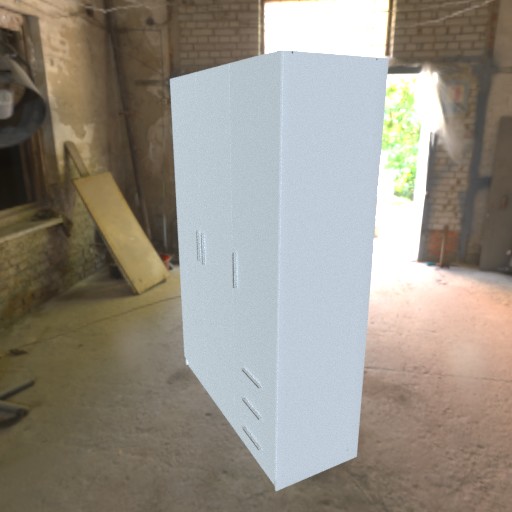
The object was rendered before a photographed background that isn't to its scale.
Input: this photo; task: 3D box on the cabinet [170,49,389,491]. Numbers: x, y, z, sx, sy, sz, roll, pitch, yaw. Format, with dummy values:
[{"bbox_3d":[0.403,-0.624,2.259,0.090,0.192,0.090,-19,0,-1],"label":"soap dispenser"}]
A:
[{"bbox_3d":[0.000,0.000,2.464,0.510,1.910,1.290,-9,19,-26],"label":"cabinet"}]
